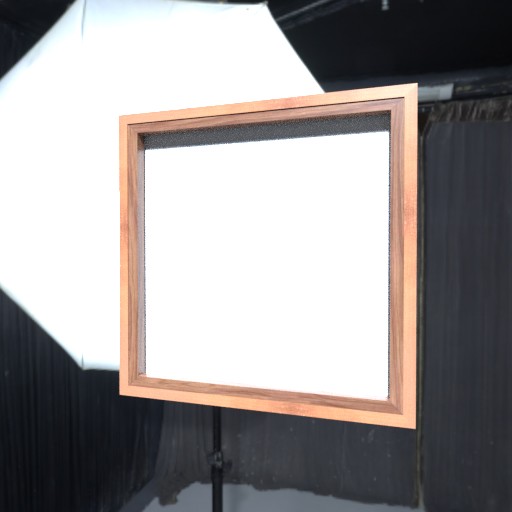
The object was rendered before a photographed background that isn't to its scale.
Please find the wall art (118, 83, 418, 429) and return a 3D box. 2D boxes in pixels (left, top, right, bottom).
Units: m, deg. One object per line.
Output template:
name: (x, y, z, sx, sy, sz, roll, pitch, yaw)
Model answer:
wall art: (0.000, 0.000, 0.594, 0.403, 0.403, 0.035, 0, 1, 18)
